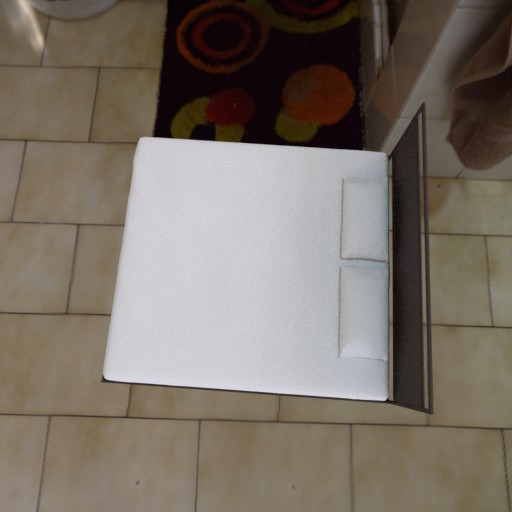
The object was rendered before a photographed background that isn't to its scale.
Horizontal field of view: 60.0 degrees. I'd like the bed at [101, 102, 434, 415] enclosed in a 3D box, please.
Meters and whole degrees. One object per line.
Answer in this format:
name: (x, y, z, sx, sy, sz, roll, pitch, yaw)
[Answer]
bed: (0.000, 0.000, 3.322, 2.151, 1.173, 1.993, 4, 76, 1)
